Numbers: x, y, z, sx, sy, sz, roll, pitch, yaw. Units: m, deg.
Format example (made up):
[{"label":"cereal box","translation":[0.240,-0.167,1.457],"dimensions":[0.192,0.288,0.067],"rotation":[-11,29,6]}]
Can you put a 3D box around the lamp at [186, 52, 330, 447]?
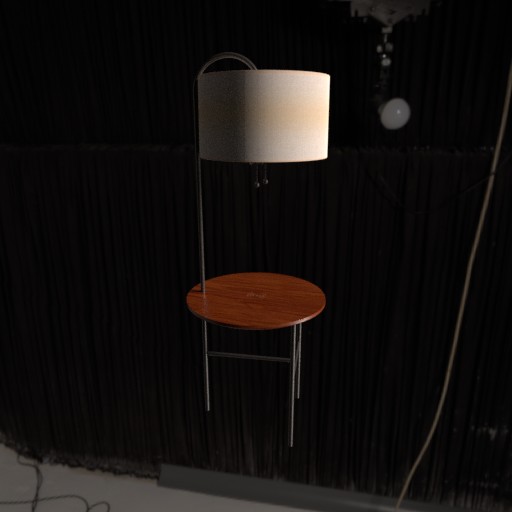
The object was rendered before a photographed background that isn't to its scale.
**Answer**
[{"label":"lamp","translation":[0.000,0.000,1.796],"dimensions":[0.573,1.517,0.573],"rotation":[0,17,0]}]
